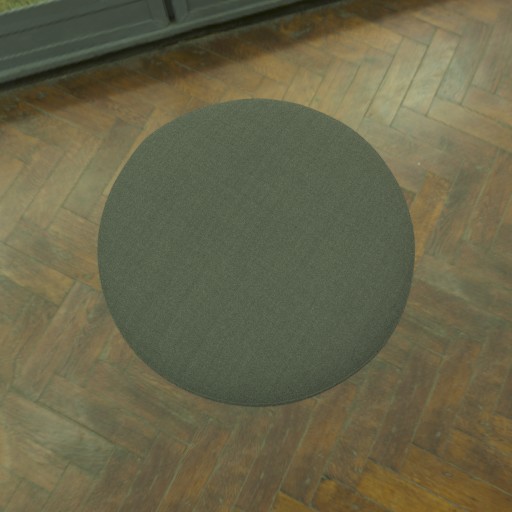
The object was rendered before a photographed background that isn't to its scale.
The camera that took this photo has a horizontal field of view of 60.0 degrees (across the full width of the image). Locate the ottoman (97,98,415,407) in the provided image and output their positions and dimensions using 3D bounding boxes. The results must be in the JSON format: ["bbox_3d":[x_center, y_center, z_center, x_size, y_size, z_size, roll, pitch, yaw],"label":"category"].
[{"bbox_3d":[0.000,0.000,1.219,0.772,0.460,0.772,0,76,0],"label":"ottoman"}]
